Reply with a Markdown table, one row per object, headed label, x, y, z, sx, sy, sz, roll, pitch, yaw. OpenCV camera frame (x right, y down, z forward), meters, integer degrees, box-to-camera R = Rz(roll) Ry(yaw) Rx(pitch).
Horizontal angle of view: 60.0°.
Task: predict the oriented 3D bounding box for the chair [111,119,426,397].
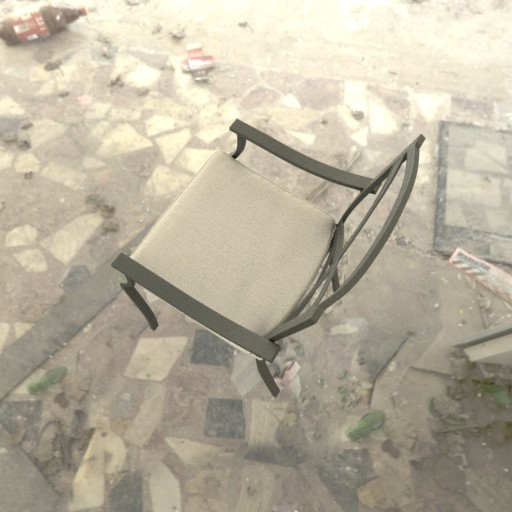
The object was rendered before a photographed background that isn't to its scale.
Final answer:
| label | x | y | z | sx | sy | sz | roll | pitch | yaw |
| --- | --- | --- | --- | --- | --- | --- | --- | --- | --- |
| chair | 0.000 | 0.000 | 1.309 | 0.620 | 0.889 | 0.575 | 29 | 67 | 14 |
